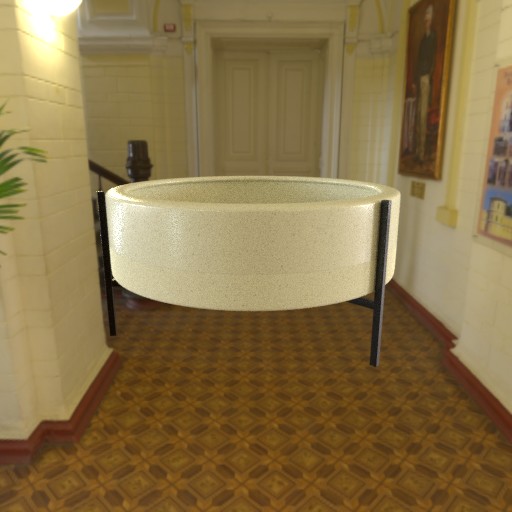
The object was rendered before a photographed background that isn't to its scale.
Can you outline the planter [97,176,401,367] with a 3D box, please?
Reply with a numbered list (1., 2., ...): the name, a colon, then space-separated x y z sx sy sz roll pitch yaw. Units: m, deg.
1. planter: 0.000 0.000 0.546 0.345 0.171 0.336 14 20 42
